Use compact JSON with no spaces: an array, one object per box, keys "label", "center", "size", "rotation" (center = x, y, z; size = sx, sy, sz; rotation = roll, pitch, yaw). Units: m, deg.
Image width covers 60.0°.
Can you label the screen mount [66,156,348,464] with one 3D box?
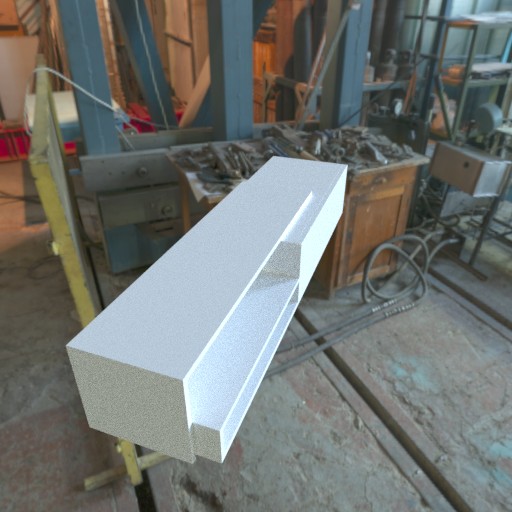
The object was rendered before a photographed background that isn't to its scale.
[{"label":"screen mount","center":[0.000,0.000,1.835],"size":[0.420,0.320,1.680],"rotation":[11,33,17]}]
